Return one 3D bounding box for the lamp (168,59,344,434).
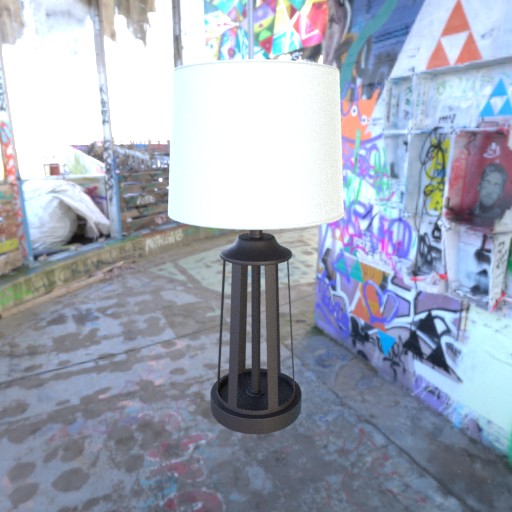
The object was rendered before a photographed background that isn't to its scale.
[{"bbox_3d":[0.000,0.000,0.661,0.251,0.509,0.251,0,15,0],"label":"lamp"}]
